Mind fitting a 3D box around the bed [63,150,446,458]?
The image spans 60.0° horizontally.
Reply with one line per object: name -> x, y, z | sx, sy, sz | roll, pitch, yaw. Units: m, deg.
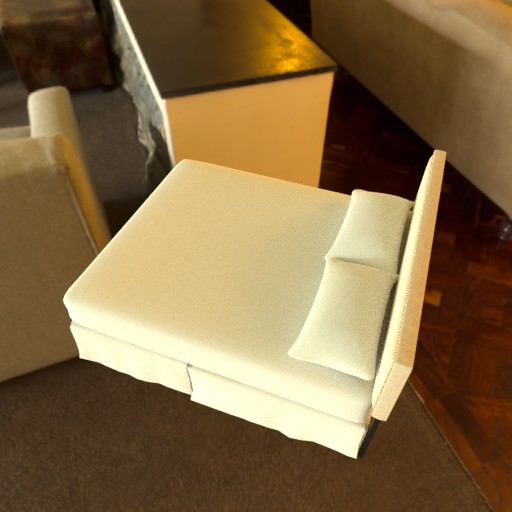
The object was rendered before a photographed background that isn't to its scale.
bed -> 0.000, 0.000, 2.781 | 1.876, 1.016, 1.616 | 16, 48, 14
